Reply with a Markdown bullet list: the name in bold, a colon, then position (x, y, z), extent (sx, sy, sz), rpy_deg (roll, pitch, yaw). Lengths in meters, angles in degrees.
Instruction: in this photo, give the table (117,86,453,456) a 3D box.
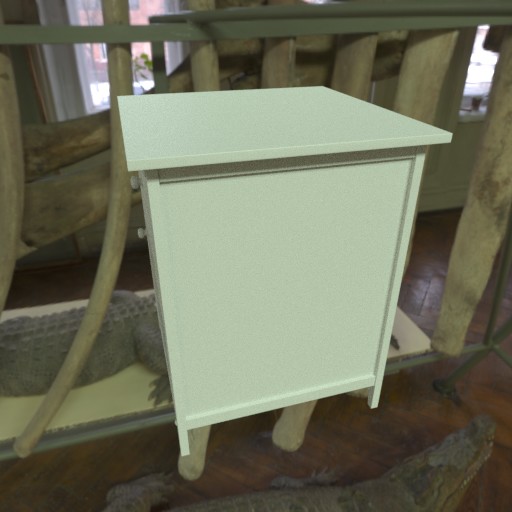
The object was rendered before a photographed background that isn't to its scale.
- **table**: position (0.000, 0.000, 0.762), extent (0.381, 0.483, 0.381), rpy_deg (-8, 30, -14)
